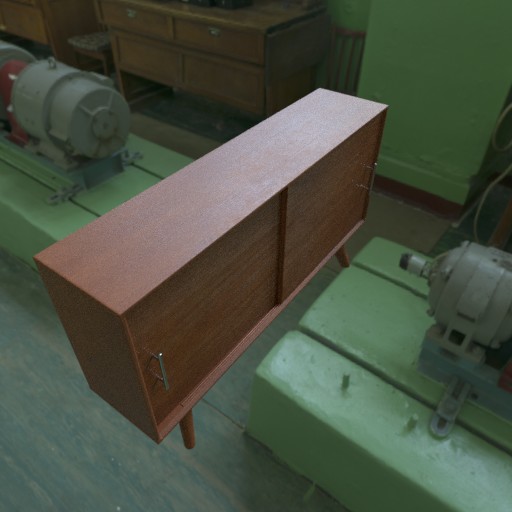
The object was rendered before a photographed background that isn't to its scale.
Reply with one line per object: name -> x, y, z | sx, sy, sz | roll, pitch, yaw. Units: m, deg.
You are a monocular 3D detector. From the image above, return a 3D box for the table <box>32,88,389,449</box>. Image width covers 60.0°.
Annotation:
table -> 0.000, 0.000, 1.484 | 0.308, 0.698, 1.220 | 26, 47, 27
